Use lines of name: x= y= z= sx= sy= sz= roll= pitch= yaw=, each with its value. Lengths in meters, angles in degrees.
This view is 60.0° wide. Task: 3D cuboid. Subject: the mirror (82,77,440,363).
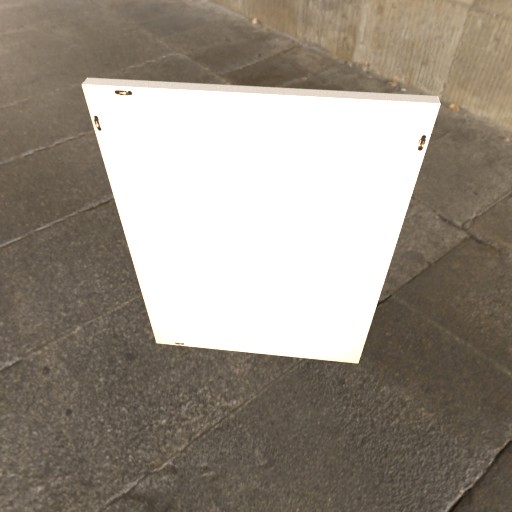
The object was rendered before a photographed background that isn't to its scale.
mirror: x=0.000 y=0.000 z=1.311 sx=0.762 sy=1.016 sz=0.040 roll=5 pitch=46 yaw=5
